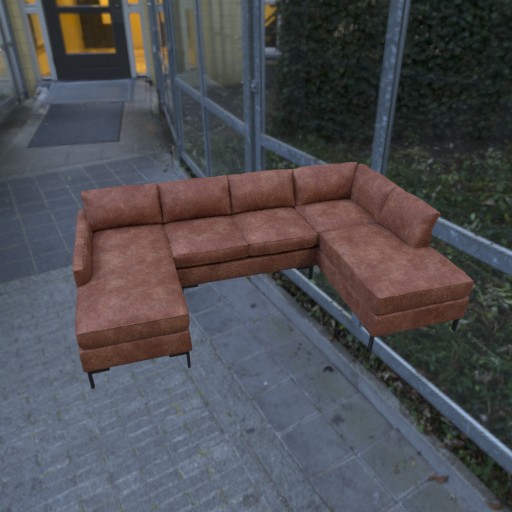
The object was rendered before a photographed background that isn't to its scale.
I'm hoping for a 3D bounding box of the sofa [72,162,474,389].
[{"bbox_3d":[0.000,0.000,3.853,2.956,0.900,1.939,-9,32,-14],"label":"sofa"}]
